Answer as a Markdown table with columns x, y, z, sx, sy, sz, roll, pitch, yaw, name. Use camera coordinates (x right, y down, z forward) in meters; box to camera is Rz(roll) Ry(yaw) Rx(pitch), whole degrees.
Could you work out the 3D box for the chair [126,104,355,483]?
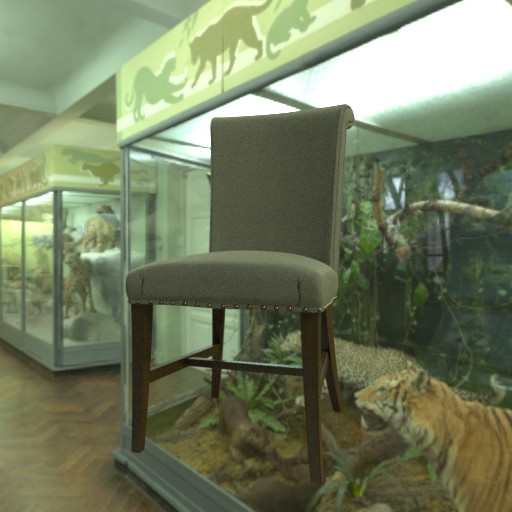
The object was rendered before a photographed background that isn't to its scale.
| x | y | z | sx | sy | sz | roll | pitch | yaw | name |
| --- | --- | --- | --- | --- | --- | --- | --- | --- | --- |
| 0.000 | 0.000 | 1.306 | 0.513 | 0.988 | 0.608 | 0 | 1 | 19 | chair |
